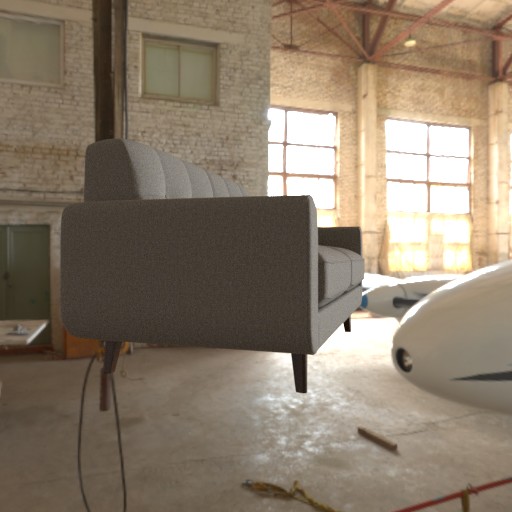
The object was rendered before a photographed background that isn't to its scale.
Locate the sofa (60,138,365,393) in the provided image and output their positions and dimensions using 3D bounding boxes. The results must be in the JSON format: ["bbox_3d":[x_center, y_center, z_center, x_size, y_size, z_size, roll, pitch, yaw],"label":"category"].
[{"bbox_3d":[0.000,0.000,2.227,0.952,0.925,1.651,0,0,19],"label":"sofa"}]
